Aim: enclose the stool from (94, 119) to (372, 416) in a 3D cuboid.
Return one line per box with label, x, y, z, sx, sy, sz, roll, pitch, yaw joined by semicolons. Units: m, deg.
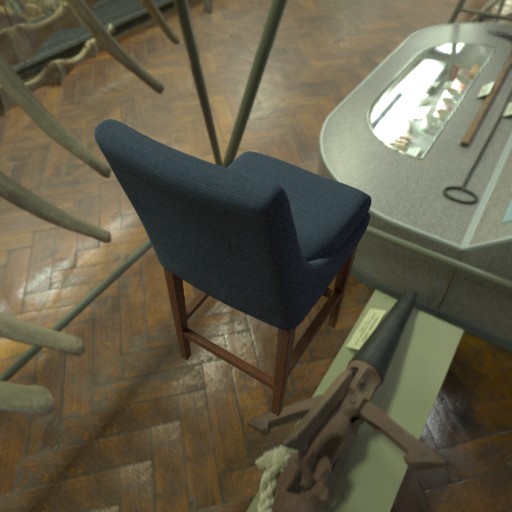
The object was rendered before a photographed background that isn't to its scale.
stool;0.000;0.000;1.281;0.470;0.981;0.577;25;52;22
